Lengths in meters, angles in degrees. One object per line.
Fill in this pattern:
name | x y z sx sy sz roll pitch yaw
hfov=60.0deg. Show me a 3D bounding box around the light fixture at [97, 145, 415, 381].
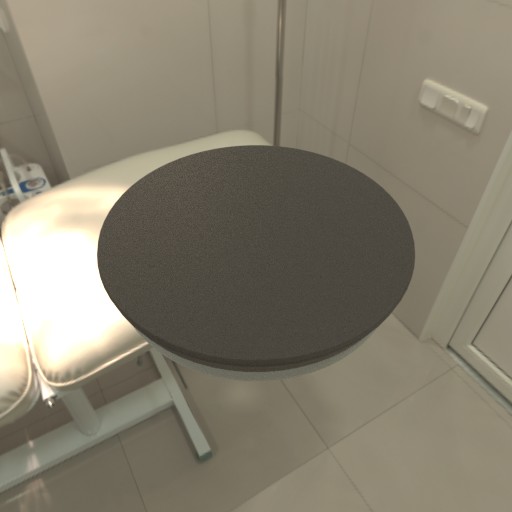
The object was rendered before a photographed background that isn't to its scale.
light fixture | 0.000 0.000 0.561 0.368 0.100 0.368 0 45 0
